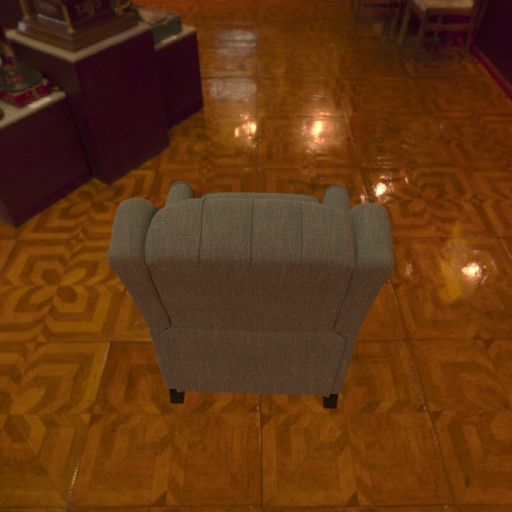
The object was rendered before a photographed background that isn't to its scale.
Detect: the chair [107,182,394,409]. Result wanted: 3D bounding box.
[{"bbox_3d":[0.000,0.000,1.640,0.742,1.035,0.898,1,46,1],"label":"chair"}]
